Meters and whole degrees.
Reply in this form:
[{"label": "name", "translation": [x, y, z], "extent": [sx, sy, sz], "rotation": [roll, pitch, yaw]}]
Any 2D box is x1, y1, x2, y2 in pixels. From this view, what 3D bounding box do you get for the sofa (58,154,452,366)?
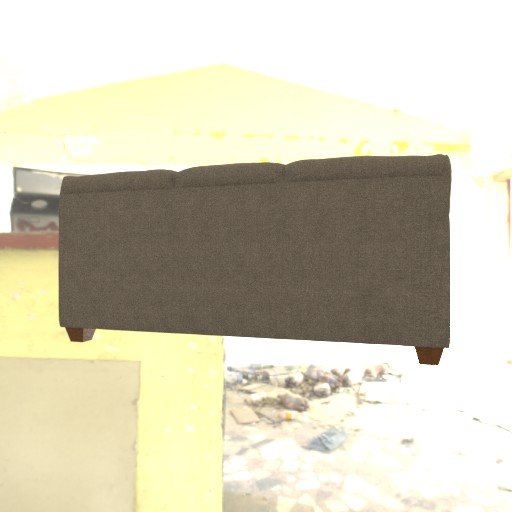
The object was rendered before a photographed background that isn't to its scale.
[{"label": "sofa", "translation": [0.000, 0.000, 2.613], "extent": [2.024, 0.958, 0.997], "rotation": [0, 0, 17]}]
